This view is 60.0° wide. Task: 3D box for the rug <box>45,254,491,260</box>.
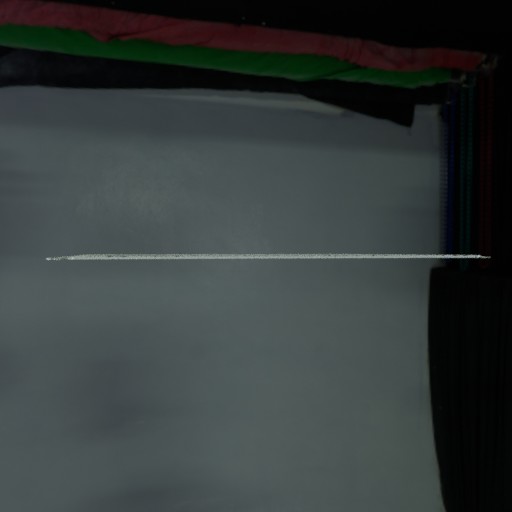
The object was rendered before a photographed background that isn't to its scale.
[{"bbox_3d":[0.000,0.000,2.291,1.847,0.014,1.230,0,1,-18],"label":"rug"}]
